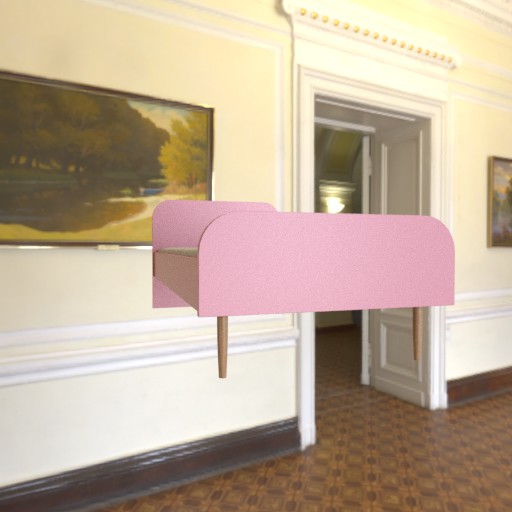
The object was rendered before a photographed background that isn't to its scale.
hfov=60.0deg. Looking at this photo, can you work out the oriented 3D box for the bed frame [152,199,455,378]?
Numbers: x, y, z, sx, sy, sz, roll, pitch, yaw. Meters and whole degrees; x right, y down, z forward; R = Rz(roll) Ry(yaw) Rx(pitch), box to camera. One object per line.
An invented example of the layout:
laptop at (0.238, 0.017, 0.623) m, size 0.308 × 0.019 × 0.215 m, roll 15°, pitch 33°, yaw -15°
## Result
bed frame at (0.000, 0.000, 2.501) m, size 0.998 × 0.805 × 1.963 m, roll 0°, pitch 1°, yaw -17°
